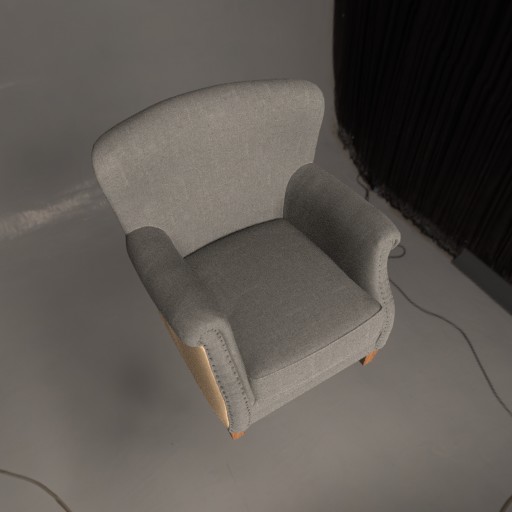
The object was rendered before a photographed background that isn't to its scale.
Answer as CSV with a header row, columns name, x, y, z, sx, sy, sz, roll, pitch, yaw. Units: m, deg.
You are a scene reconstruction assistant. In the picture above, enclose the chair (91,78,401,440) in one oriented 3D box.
name,x,y,z,sx,sy,sz,roll,pitch,yaw
chair,0.000,0.000,1.648,0.861,0.936,0.921,-24,52,-20
